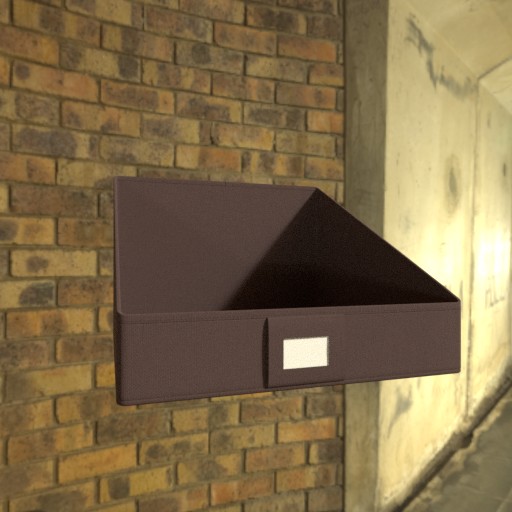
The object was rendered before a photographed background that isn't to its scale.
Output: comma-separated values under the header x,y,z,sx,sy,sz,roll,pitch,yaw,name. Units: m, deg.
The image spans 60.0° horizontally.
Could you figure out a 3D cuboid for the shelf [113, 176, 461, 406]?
x,y,z,sx,sy,sz,roll,pitch,yaw,name
0.000,0.000,0.480,0.292,0.210,0.292,0,0,-18,shelf
